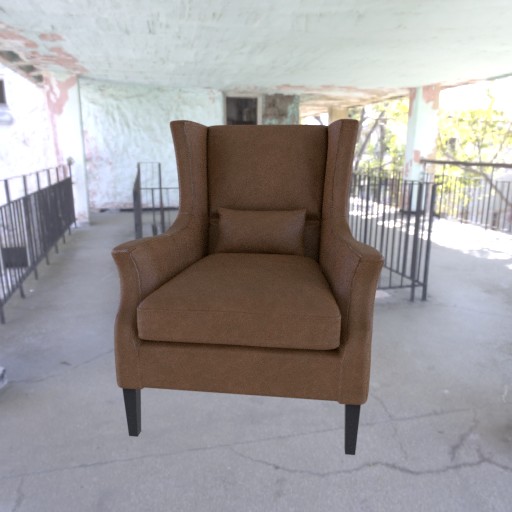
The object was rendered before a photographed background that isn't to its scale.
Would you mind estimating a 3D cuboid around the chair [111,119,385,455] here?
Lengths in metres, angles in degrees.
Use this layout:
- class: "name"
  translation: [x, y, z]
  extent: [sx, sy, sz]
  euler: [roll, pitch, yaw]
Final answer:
- class: "chair"
  translation: [0.000, 0.000, 1.683]
  extent: [0.852, 1.016, 0.925]
  euler: [2, 14, 7]
